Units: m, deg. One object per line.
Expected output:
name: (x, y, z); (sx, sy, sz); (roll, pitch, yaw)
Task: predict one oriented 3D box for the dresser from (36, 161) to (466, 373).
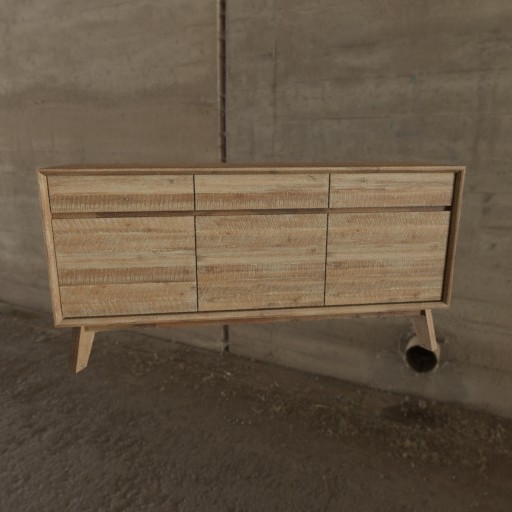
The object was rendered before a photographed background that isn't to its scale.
dresser: (0.000, 0.000, 1.953); (1.602, 0.788, 0.455); (-2, 14, -7)
